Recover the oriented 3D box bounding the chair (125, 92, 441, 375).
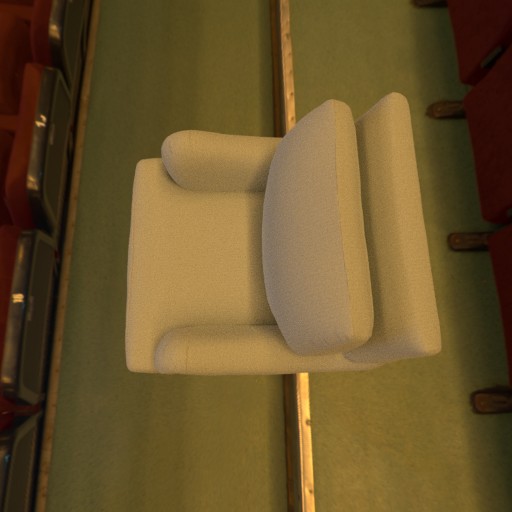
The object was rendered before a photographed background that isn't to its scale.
[{"bbox_3d":[0.000,0.000,1.837,1.070,1.038,0.955,-2,74,0],"label":"chair"}]
